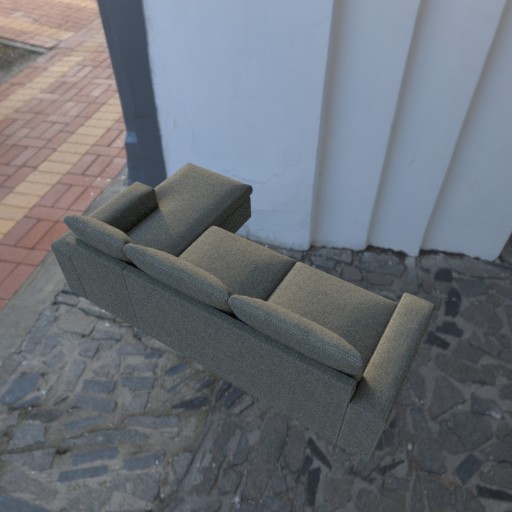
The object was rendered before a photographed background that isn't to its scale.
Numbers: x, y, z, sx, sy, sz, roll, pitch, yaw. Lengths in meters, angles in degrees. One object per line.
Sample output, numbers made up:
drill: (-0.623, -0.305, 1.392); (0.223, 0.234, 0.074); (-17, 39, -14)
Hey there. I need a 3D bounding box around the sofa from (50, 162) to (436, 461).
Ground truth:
sofa: (0.000, 0.000, 3.520); (2.718, 0.940, 1.689); (24, 50, 22)
